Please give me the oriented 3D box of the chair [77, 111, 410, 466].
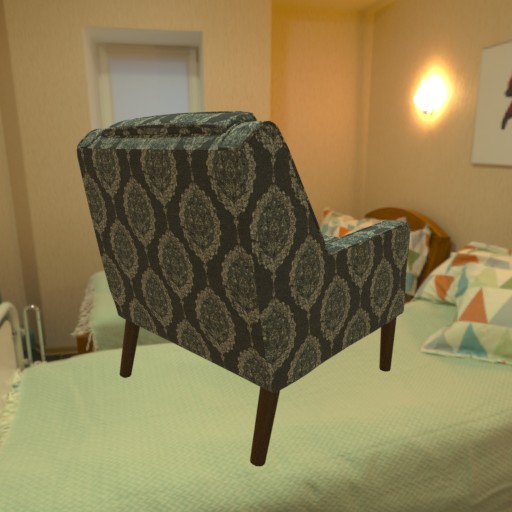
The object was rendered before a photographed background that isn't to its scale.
[{"bbox_3d":[0.000,0.000,1.328,0.663,0.792,0.743,13,19,42],"label":"chair"}]
